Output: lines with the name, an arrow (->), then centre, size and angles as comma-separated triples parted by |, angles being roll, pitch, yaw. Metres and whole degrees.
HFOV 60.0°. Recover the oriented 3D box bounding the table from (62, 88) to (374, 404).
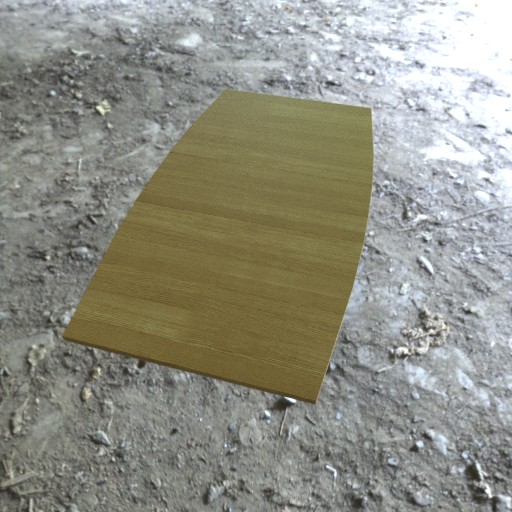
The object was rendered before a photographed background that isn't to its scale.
table -> 0.000, 0.000, 2.058 | 0.900, 0.748, 1.598 | 11, 49, 10
